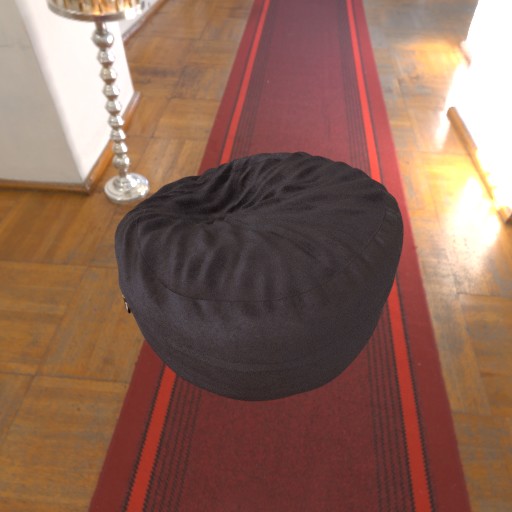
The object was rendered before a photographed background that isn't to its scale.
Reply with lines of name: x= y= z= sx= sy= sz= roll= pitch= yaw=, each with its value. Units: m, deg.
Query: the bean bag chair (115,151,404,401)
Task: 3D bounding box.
bean bag chair: x=0.000 y=0.000 z=2.070 sx=1.245 sy=0.821 sz=1.245 roll=0 pitch=47 yaw=0
